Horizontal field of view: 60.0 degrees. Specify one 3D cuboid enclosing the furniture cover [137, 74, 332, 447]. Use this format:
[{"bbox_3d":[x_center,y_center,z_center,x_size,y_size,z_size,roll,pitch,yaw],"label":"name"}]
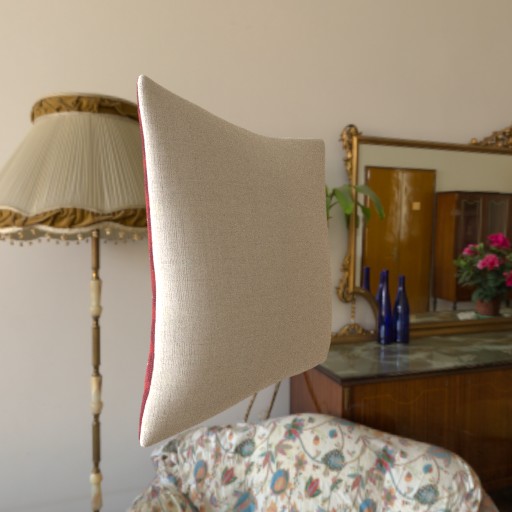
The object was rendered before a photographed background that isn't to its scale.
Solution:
[{"bbox_3d":[0.000,0.000,0.663,0.145,0.420,0.435,1,3,36],"label":"furniture cover"}]
